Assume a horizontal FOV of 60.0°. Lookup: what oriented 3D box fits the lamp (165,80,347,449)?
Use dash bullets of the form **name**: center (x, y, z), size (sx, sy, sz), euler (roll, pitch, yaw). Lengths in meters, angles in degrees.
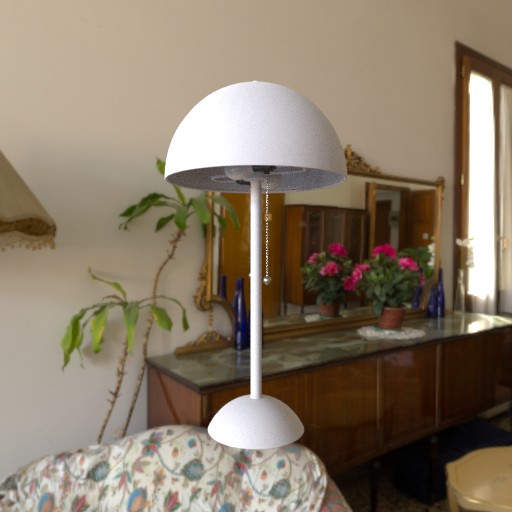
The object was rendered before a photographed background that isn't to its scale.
- **lamp**: center (0.000, 0.000, 0.423), size (0.171, 0.330, 0.171), euler (0, 1, 0)
